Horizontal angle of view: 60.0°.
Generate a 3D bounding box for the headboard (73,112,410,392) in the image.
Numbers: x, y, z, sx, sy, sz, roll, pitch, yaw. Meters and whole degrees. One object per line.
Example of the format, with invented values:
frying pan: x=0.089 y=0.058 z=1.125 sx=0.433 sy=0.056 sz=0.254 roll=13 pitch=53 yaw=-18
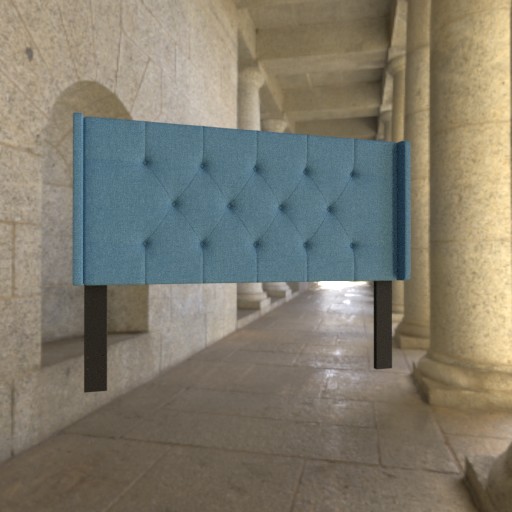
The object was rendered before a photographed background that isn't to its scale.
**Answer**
headboard: x=0.000 y=0.000 z=2.690 sx=2.051 sy=1.524 sz=0.184 roll=0 pitch=0 yaw=-16
